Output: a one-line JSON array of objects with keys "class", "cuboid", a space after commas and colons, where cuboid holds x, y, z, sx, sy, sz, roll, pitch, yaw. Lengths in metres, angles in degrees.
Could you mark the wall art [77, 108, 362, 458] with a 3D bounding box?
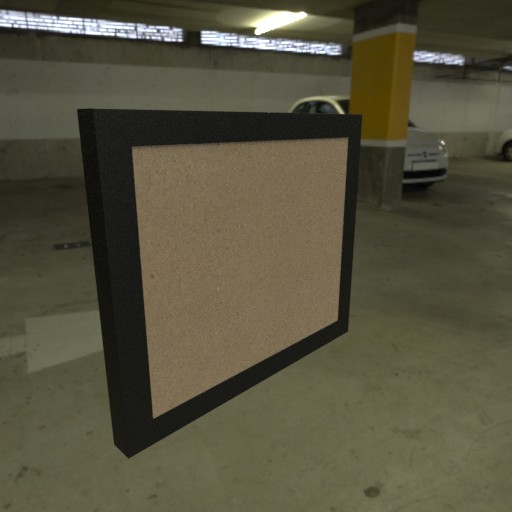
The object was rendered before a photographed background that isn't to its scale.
[{"class": "wall art", "cuboid": [0.000, 0.000, 0.521, 0.028, 0.321, 0.381, 16, 23, 42]}]
